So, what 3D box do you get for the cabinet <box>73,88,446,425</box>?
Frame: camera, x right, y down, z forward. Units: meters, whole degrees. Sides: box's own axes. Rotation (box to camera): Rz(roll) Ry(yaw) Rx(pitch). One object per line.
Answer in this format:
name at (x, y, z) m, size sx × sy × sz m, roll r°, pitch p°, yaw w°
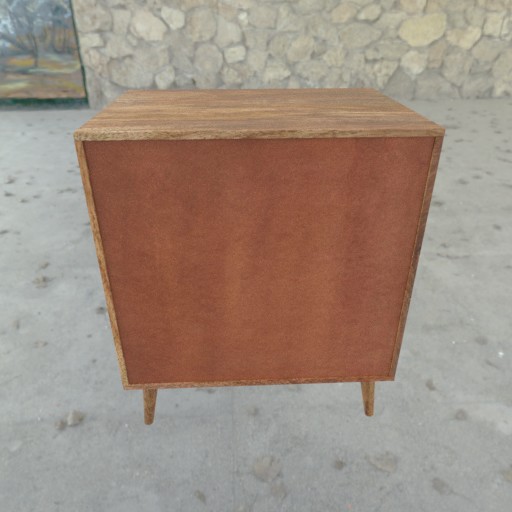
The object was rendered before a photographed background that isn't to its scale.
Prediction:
cabinet at (0.000, 0.000, 1.156) m, size 0.647 × 0.758 × 0.473 m, roll -1°, pitch 29°, yaw -2°
